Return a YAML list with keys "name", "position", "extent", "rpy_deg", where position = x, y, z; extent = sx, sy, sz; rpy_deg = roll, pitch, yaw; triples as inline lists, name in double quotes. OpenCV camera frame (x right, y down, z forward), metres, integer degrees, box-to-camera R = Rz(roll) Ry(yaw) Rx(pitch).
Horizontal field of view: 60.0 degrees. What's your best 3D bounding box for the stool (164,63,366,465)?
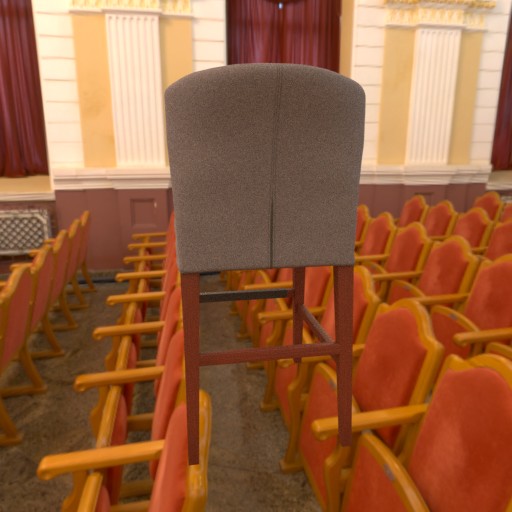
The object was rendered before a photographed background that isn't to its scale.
- name: "stool"
  position: [0.000, 0.000, 1.304]
  extent: [0.481, 0.968, 0.568]
  rpy_deg: [-2, 14, -10]
